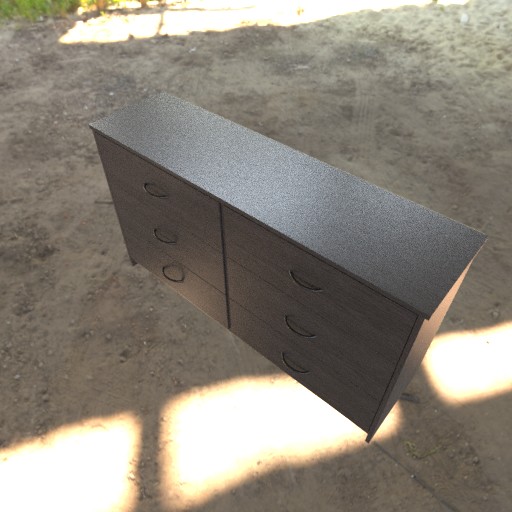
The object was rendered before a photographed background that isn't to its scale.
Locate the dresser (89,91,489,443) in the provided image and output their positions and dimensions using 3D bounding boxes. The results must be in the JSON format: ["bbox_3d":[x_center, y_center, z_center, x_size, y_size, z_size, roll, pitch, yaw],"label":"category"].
[{"bbox_3d":[0.000,0.000,1.700,1.360,0.755,0.401,32,53,27],"label":"dresser"}]
